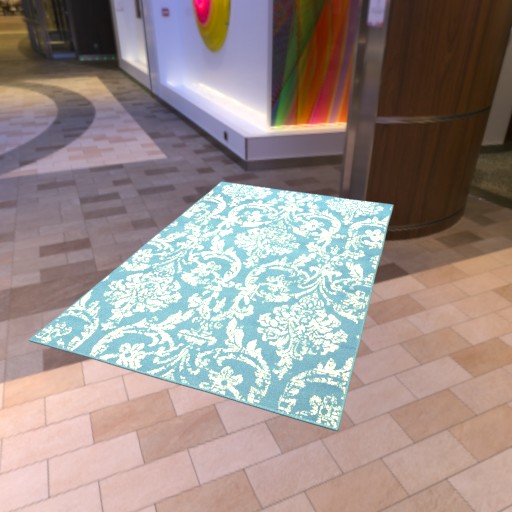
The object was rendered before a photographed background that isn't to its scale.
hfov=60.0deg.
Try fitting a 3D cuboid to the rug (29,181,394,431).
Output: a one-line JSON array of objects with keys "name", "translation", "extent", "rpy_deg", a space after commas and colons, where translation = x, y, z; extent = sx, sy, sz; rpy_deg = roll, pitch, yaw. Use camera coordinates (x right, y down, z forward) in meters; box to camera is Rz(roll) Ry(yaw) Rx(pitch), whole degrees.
[{"name": "rug", "translation": [0.000, 0.000, 2.284], "extent": [1.211, 0.012, 1.833], "rpy_deg": [10, 32, 17]}]
